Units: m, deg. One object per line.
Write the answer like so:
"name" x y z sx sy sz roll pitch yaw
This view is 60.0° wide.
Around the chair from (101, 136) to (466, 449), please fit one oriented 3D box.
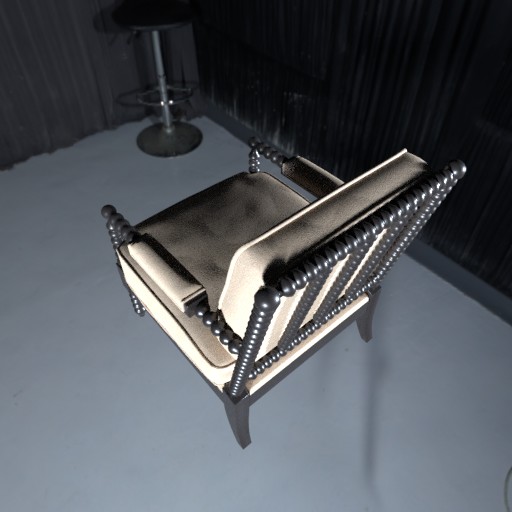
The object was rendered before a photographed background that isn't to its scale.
"chair" 0.000 0.000 1.151 0.555 0.703 0.657 -32 55 -26
